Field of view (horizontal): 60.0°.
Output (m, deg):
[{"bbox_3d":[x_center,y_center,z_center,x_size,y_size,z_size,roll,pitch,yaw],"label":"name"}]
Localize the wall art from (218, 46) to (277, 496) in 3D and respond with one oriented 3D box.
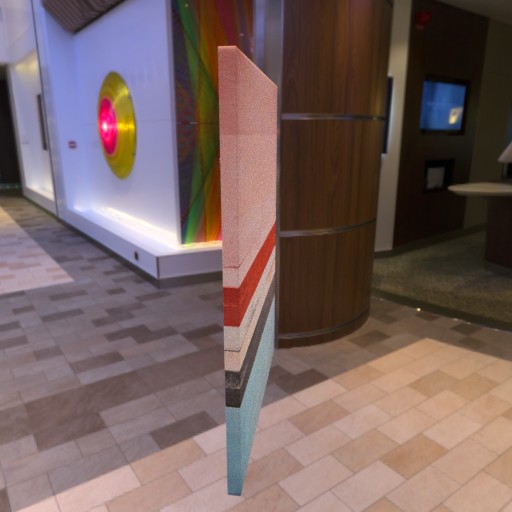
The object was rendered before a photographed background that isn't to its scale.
[{"bbox_3d":[0.000,0.000,1.320,0.039,1.016,0.761,2,16,8],"label":"wall art"}]
